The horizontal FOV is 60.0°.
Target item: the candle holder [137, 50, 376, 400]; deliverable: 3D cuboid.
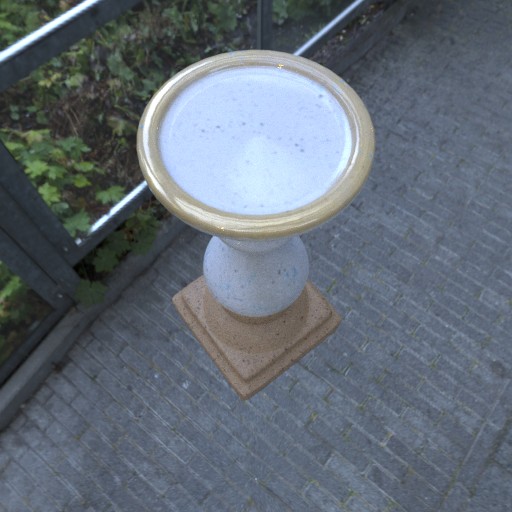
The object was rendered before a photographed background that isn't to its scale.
[{"bbox_3d":[0.000,0.000,0.294,0.110,0.239,0.110,-35,68,-16],"label":"candle holder"}]
